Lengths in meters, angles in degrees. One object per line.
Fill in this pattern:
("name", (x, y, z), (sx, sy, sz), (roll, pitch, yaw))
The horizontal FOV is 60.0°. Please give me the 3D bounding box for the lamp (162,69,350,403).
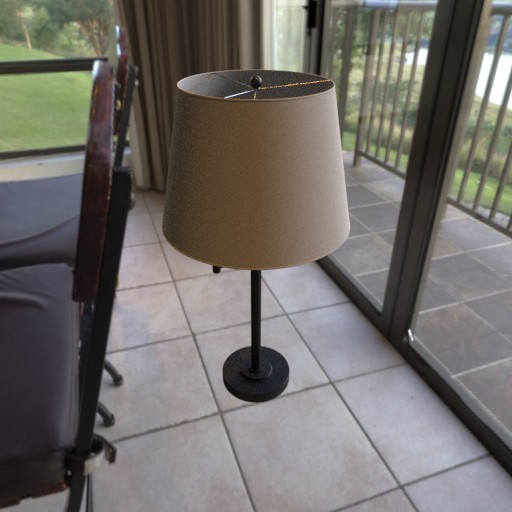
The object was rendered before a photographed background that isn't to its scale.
("lamp", (0.000, 0.000, 0.912), (0.363, 0.696, 0.363), (0, 31, 0))
